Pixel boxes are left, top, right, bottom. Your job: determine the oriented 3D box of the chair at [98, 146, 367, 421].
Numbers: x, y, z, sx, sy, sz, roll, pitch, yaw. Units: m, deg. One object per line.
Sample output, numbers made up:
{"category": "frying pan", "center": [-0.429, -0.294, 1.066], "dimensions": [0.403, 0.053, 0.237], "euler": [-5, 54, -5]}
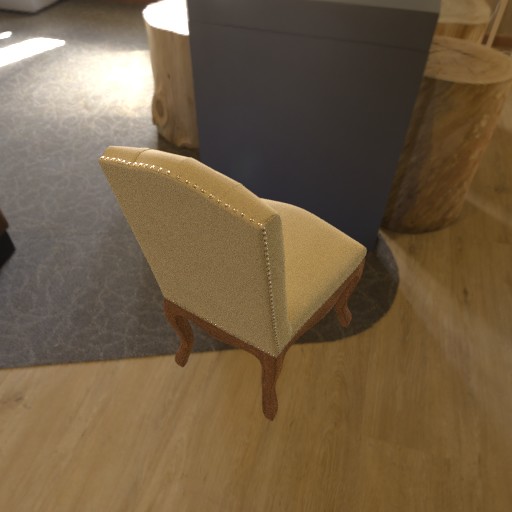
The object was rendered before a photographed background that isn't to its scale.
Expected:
{"category": "chair", "center": [0.000, 0.000, 1.556], "dimensions": [0.623, 1.165, 0.715], "euler": [24, 52, 21]}
